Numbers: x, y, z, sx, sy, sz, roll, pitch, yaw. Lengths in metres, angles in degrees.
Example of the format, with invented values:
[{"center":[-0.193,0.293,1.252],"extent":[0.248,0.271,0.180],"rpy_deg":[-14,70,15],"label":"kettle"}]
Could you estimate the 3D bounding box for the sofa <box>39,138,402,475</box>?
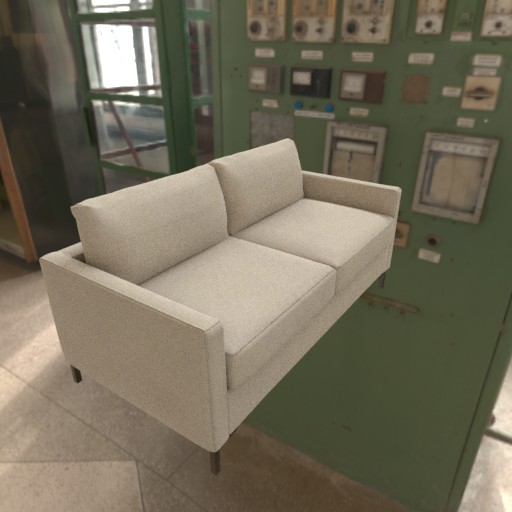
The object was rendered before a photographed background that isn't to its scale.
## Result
[{"center":[0.000,0.000,2.151],"extent":[0.875,0.840,1.682],"rpy_deg":[17,31,31],"label":"sofa"}]
